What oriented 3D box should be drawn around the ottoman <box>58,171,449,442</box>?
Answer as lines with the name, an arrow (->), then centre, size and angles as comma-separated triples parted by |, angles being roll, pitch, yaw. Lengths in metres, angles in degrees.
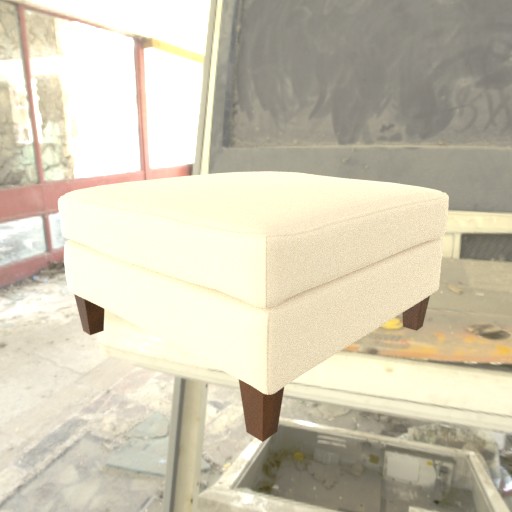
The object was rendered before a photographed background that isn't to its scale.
ottoman -> 0.000, 0.000, 1.345 | 0.838, 0.479, 0.838 | 14, 21, 41
